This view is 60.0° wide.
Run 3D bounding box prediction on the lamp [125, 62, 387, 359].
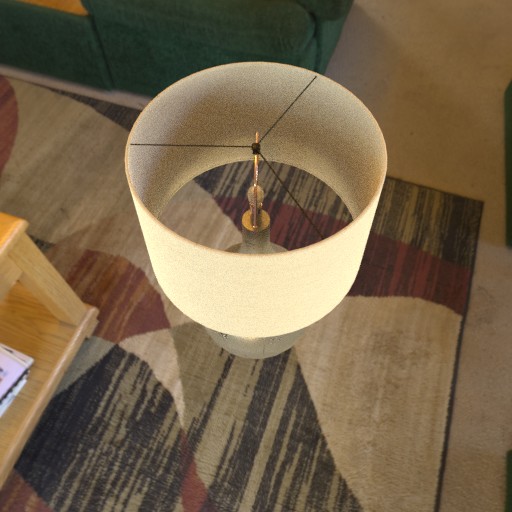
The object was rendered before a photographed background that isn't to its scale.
[{"bbox_3d":[0.000,0.000,0.748,0.330,0.521,0.330,0,60,0],"label":"lamp"}]
